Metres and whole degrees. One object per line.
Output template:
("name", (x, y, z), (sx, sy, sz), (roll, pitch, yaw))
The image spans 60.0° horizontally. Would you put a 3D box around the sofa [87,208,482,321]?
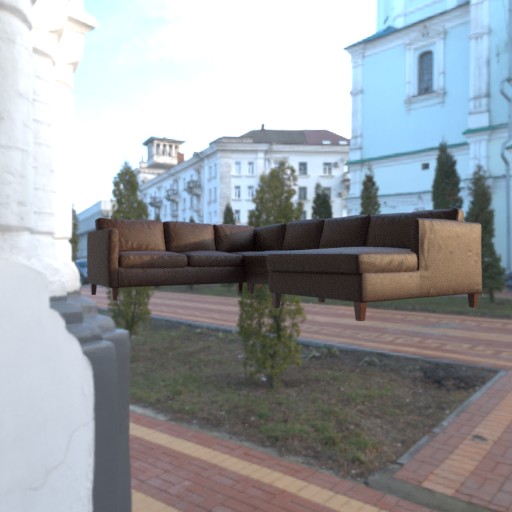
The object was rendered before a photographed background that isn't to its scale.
("sofa", (0.000, 0.000, 4.618), (2.593, 0.923, 3.460), (0, 0, -35))
